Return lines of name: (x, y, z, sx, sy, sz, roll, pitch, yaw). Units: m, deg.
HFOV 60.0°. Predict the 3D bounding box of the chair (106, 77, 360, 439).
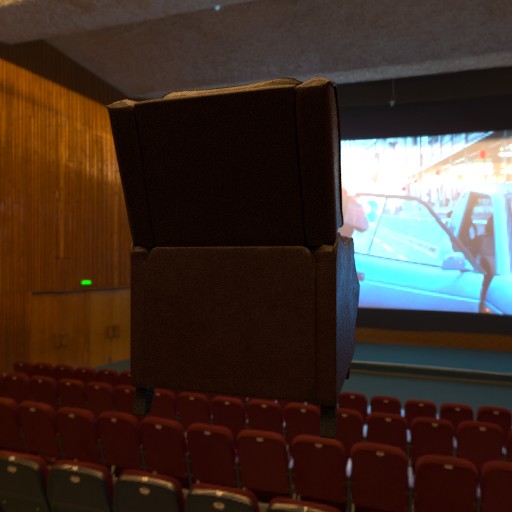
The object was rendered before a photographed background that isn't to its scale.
chair: (0.000, 0.000, 1.796, 0.770, 1.132, 0.982, 0, 0, 17)
